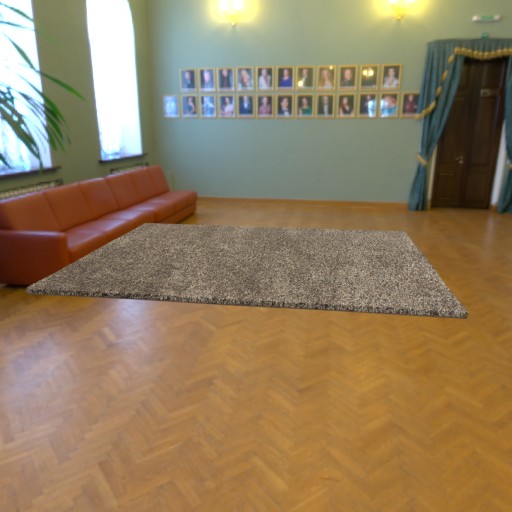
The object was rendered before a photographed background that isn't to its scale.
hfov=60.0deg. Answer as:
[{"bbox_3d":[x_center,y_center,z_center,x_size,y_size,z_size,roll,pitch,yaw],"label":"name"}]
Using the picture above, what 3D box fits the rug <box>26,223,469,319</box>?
[{"bbox_3d":[0.000,0.000,2.148,1.601,0.025,1.198,2,16,8],"label":"rug"}]
